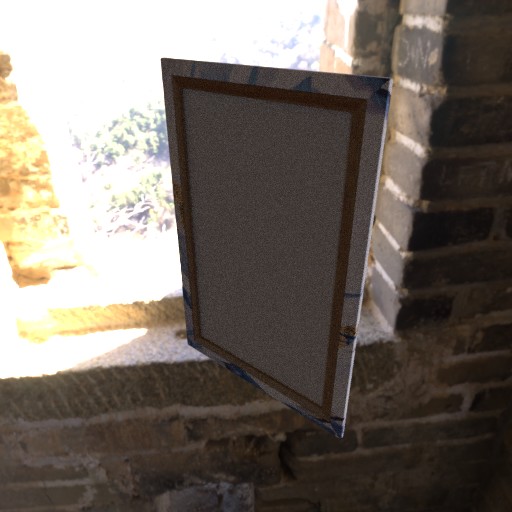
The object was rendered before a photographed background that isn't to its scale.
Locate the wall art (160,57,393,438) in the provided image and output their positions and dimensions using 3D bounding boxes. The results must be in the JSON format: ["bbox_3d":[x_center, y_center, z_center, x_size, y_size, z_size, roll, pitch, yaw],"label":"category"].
[{"bbox_3d":[0.000,0.000,1.153,0.610,0.914,0.016,22,36,34],"label":"wall art"}]
